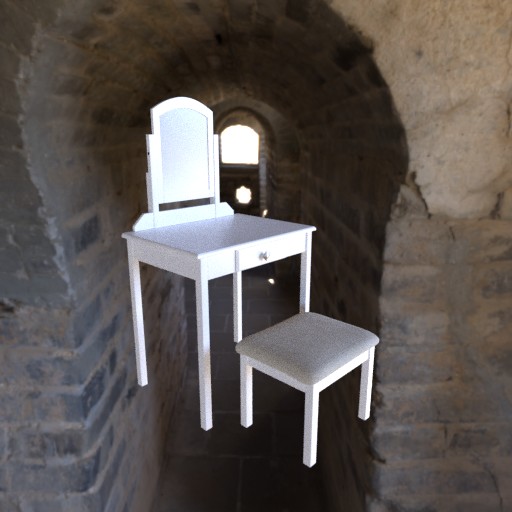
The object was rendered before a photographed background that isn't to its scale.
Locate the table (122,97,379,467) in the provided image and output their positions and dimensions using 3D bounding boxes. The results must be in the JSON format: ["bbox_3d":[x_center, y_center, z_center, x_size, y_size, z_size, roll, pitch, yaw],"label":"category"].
[{"bbox_3d":[0.000,0.000,2.320,1.211,1.631,0.876,14,21,42],"label":"table"}]
